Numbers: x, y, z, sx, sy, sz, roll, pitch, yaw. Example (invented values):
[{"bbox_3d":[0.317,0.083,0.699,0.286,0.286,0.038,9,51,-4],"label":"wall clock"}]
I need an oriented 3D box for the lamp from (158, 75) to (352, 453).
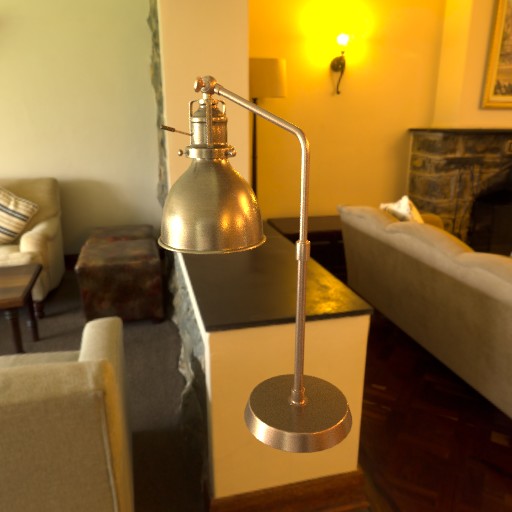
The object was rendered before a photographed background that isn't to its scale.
[{"bbox_3d":[0.000,0.000,0.595,0.286,0.456,0.153,8,19,25],"label":"lamp"}]
